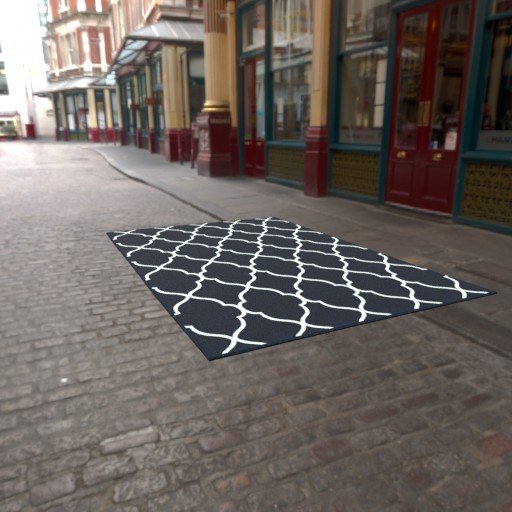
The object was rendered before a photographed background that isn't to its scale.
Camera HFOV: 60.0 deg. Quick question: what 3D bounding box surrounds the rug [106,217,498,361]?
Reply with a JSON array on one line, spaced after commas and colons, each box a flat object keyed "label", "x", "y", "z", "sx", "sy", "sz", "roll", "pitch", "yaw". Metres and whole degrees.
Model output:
[{"label": "rug", "x": 0.000, "y": 0.000, "z": 2.846, "sx": 1.528, "sy": 0.014, "sz": 2.294, "roll": -8, "pitch": 17, "yaw": -26}]
